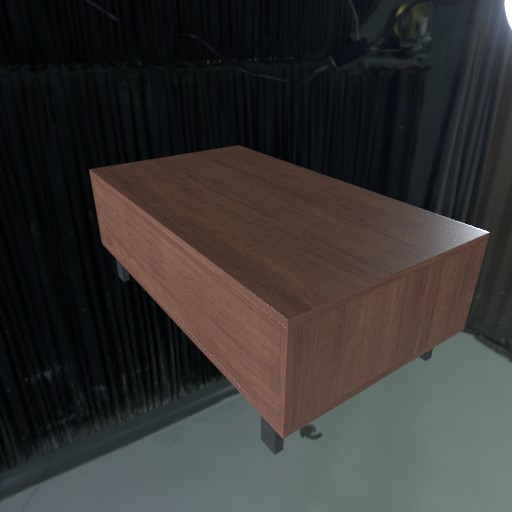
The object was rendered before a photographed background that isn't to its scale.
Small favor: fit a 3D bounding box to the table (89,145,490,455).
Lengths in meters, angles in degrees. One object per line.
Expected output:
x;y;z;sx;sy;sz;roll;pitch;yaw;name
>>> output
0.000;0.000;1.303;0.600;0.380;1.020;-18;32;-31;table
